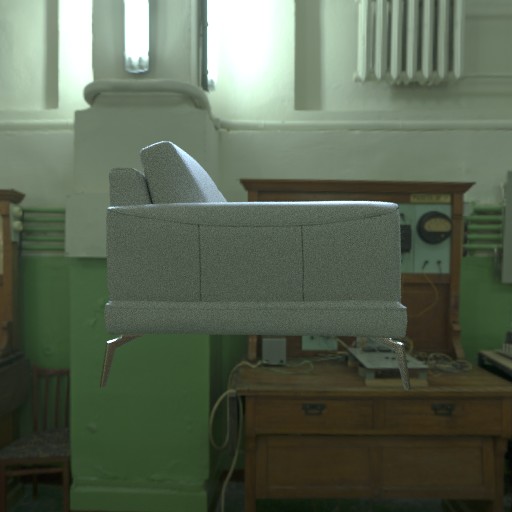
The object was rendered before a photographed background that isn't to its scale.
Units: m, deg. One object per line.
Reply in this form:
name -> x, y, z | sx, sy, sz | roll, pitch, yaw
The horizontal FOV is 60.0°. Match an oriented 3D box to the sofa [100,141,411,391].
sofa -> 0.000, 0.000, 2.439 | 1.121, 0.930, 1.819 | 0, 1, 1
